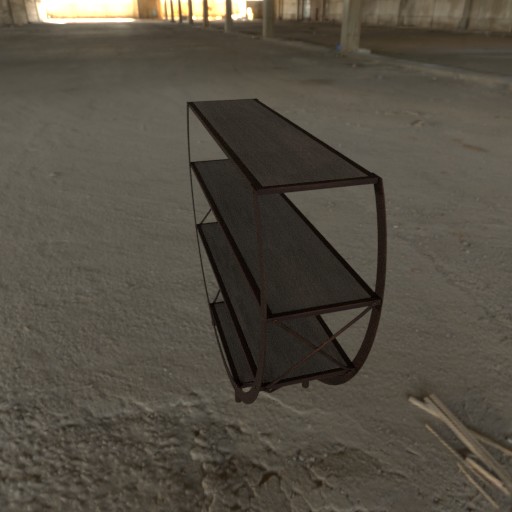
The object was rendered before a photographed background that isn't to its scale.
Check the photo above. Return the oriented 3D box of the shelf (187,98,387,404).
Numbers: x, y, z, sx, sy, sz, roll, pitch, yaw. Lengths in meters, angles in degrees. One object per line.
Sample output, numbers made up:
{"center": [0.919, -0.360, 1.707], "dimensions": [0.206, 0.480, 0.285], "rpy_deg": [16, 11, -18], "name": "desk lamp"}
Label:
{"center": [0.000, 0.000, 1.875], "dimensions": [0.344, 1.063, 1.403], "rpy_deg": [-8, 30, -14], "name": "shelf"}
